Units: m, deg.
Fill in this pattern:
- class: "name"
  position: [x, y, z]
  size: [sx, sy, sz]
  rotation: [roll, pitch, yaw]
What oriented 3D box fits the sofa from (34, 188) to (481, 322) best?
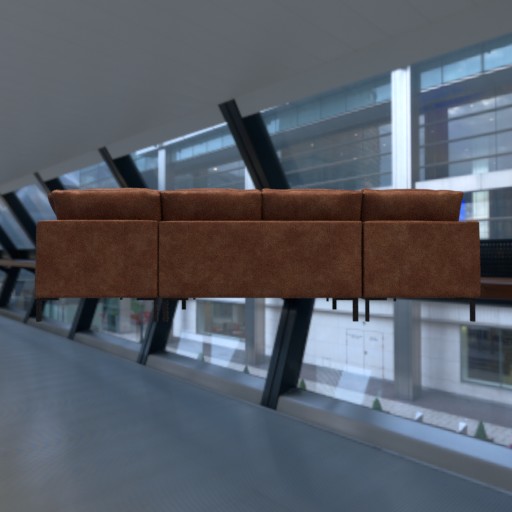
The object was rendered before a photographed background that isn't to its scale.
- class: "sofa"
  position: [0.000, 0.000, 3.851]
  size: [2.956, 0.900, 1.939]
  rotation: [0, -1, 0]
